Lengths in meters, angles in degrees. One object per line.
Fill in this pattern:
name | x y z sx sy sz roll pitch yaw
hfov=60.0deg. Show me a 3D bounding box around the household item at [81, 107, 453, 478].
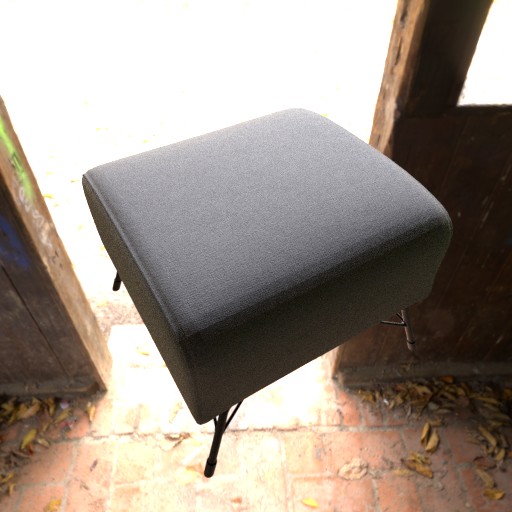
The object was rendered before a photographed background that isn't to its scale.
household item | 0.000 0.000 0.906 0.530 0.410 0.530 -23 50 -21
